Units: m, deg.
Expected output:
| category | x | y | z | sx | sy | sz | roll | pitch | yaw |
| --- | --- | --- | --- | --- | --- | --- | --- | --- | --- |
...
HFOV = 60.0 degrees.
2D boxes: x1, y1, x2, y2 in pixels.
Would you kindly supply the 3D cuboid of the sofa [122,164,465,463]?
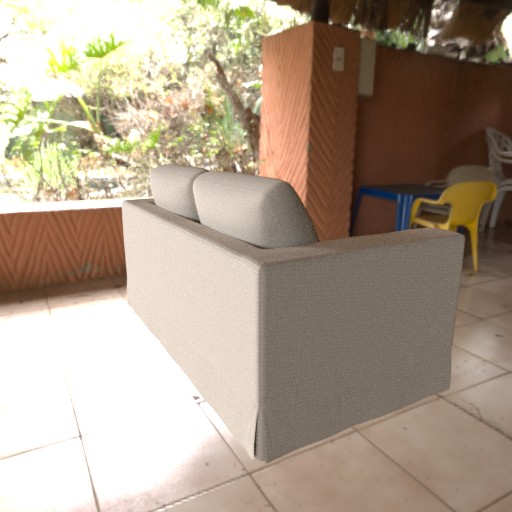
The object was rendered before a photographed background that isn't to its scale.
| category | x | y | z | sx | sy | sz | roll | pitch | yaw |
| --- | --- | --- | --- | --- | --- | --- | --- | --- | --- |
| sofa | 0.000 | 0.000 | 2.382 | 1.009 | 0.932 | 1.813 | -8 | 17 | -28 |
